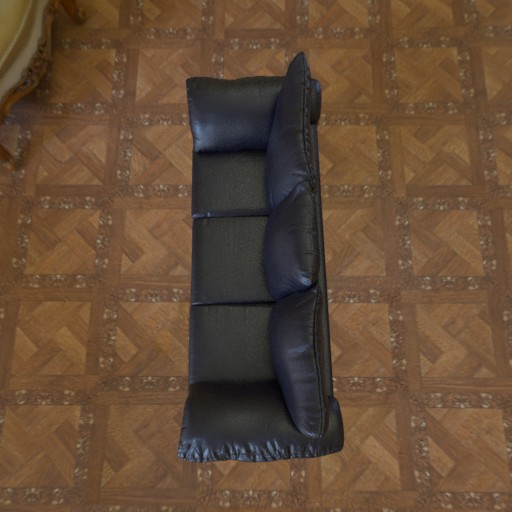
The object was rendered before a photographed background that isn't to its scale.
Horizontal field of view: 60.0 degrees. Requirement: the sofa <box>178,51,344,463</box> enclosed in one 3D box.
[{"bbox_3d":[0.000,0.000,2.808,0.880,1.073,2.336,-1,75,0],"label":"sofa"}]
